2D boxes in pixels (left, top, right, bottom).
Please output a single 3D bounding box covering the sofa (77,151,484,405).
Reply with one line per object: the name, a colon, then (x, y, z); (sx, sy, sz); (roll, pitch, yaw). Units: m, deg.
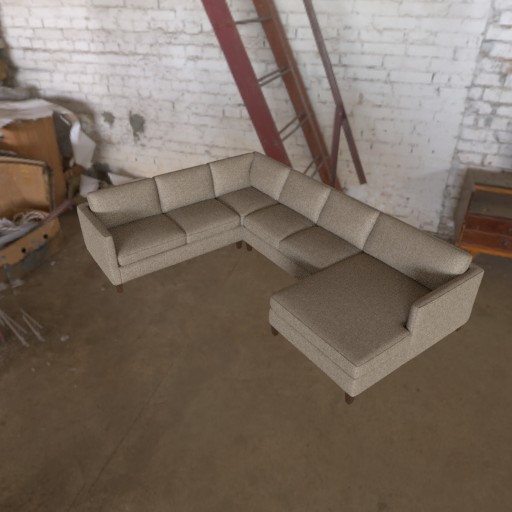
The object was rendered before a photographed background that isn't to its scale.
sofa: (0.000, 0.000, 4.515); (2.551, 0.889, 3.403); (-21, 39, -29)
